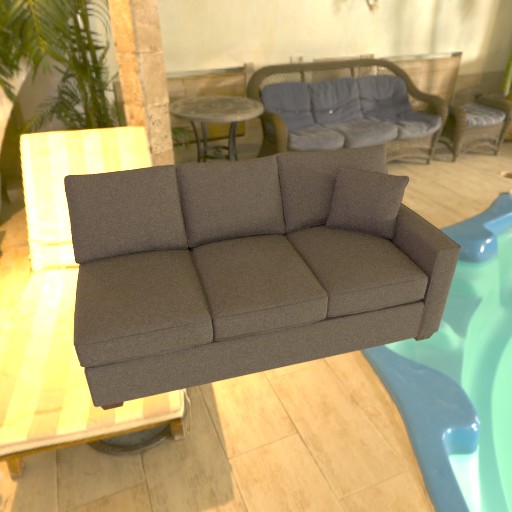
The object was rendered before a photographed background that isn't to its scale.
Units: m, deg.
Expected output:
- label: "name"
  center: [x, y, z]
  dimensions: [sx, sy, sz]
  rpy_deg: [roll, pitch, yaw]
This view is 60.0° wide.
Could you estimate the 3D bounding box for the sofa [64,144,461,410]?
- label: "sofa"
  center: [0.000, 0.000, 2.548]
  dimensions: [1.963, 0.946, 1.034]
  rpy_deg: [-9, 32, -14]
